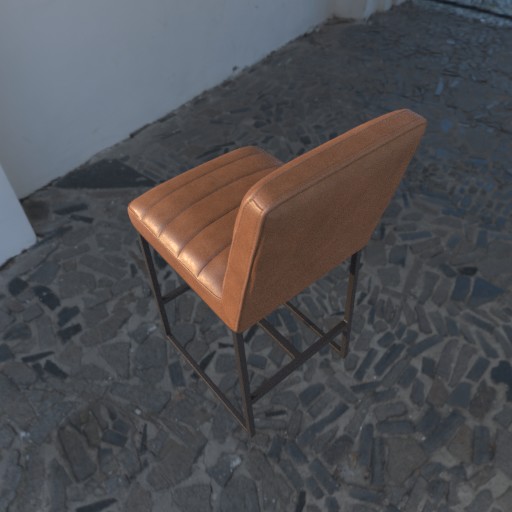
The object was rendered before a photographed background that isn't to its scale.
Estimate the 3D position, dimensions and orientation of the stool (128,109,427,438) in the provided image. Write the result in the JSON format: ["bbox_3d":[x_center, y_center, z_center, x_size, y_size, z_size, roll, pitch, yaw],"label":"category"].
[{"bbox_3d":[0.000,0.000,1.230,0.458,0.940,0.556,-32,54,-27],"label":"stool"}]
